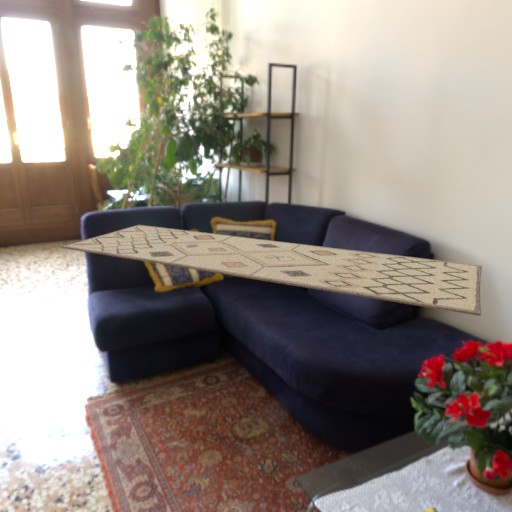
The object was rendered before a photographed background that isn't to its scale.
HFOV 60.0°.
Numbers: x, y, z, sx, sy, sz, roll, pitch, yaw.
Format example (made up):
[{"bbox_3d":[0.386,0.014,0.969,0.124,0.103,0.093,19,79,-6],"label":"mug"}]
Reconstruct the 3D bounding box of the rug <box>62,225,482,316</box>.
[{"bbox_3d":[0.000,0.000,2.663,2.435,0.011,0.750,8,18,25],"label":"rug"}]
